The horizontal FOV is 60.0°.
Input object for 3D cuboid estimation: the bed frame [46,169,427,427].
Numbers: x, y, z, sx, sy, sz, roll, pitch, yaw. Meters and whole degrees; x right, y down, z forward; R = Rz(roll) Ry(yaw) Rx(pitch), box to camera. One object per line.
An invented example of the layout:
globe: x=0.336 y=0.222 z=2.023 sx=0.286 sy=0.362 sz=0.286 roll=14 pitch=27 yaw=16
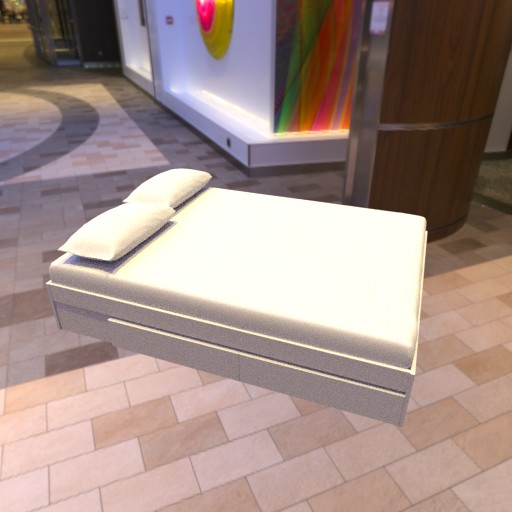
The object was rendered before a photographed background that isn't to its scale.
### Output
bed frame: x=0.000 y=0.000 z=2.729 sx=1.950 sy=0.629 sz=1.450 roll=10 pitch=31 yaw=18
